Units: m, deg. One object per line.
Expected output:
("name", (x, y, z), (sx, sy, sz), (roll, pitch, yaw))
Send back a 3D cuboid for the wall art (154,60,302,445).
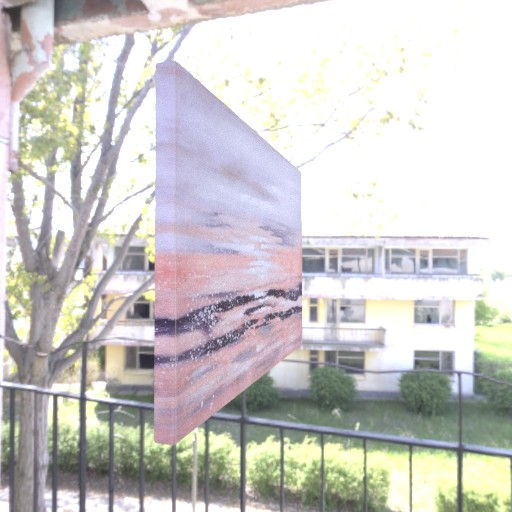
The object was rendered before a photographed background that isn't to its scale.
("wall art", (0.000, 0.000, 1.135), (0.038, 0.609, 0.913), (0, -1, 19))
